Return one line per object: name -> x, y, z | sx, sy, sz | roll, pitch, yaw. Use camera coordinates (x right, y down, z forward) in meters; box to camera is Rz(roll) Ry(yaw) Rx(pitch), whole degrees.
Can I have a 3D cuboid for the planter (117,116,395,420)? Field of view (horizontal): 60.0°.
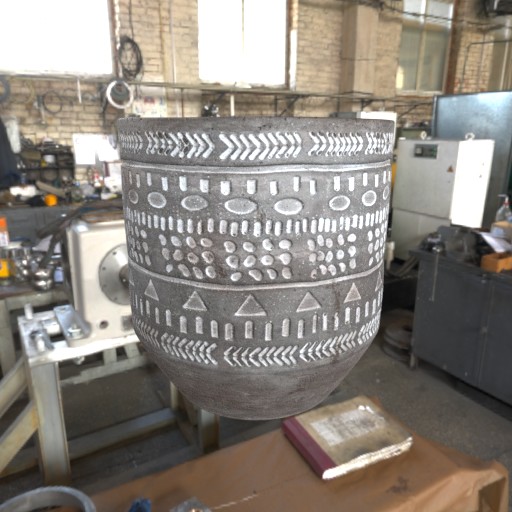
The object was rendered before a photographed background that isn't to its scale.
planter -> 0.000, 0.000, 0.217 | 0.122, 0.128, 0.122 | 0, 15, 0
